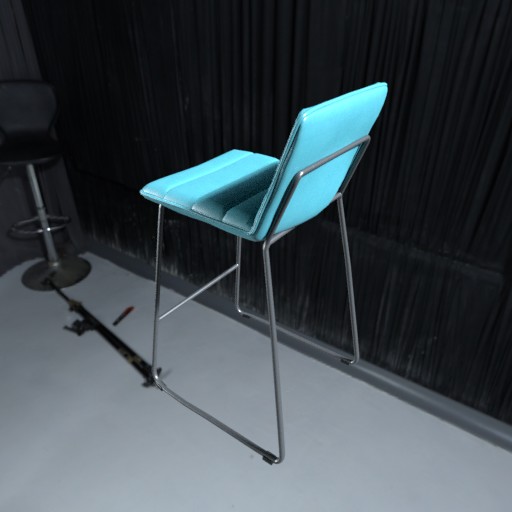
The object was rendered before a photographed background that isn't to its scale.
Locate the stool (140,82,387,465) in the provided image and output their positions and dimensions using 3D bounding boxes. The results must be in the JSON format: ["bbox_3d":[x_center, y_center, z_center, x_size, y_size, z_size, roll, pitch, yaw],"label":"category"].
[{"bbox_3d":[0.000,0.000,1.256,0.524,0.936,0.489,21,37,31],"label":"stool"}]
